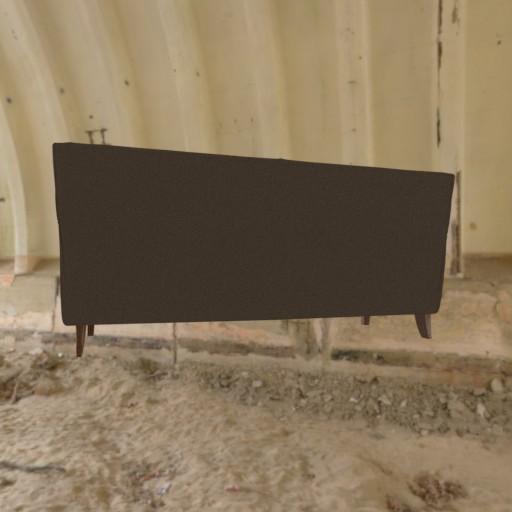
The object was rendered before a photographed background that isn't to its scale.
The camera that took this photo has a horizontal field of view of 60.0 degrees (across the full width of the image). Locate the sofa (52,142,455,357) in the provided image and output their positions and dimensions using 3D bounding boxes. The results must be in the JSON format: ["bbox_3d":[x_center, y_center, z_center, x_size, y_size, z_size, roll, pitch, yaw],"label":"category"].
[{"bbox_3d":[0.000,0.000,2.479,2.002,0.907,0.843,1,-2,-17],"label":"sofa"}]
